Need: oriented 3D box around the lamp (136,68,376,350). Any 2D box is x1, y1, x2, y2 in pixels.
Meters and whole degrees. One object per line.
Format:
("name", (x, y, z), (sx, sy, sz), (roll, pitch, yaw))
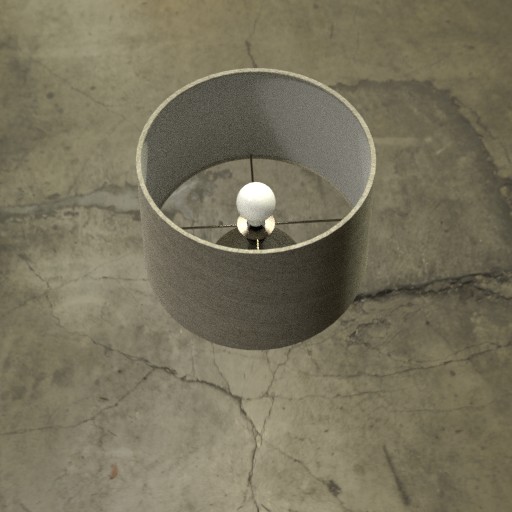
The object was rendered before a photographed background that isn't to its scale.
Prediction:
("lamp", (0.000, 0.000, 0.825), (0.390, 0.580, 0.390), (0, 62, 0))
